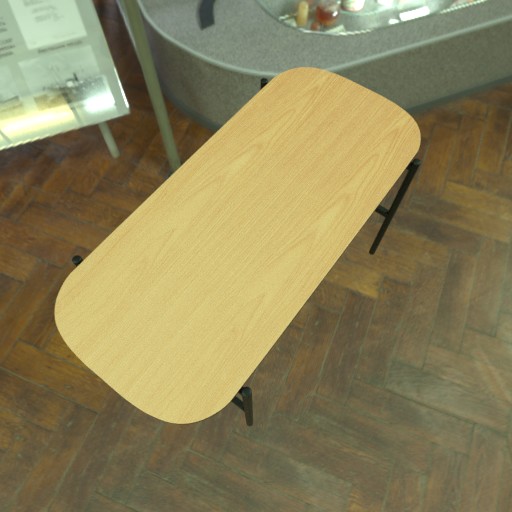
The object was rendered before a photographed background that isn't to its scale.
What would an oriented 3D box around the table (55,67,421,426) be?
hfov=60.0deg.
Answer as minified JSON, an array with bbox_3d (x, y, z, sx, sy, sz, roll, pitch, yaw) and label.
[{"bbox_3d":[0.000,0.000,1.017,0.400,0.400,0.800,34,68,16],"label":"table"}]
